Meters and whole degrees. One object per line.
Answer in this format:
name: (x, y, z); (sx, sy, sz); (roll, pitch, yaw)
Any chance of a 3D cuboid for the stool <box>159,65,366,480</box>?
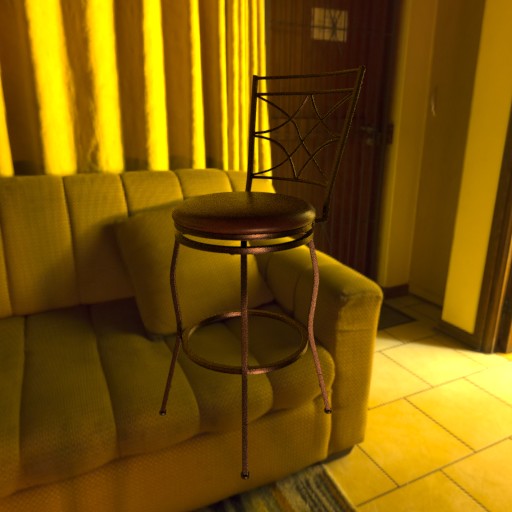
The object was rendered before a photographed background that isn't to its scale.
stool: (0.000, 0.000, 1.407); (0.434, 1.117, 0.534); (16, 24, 42)
